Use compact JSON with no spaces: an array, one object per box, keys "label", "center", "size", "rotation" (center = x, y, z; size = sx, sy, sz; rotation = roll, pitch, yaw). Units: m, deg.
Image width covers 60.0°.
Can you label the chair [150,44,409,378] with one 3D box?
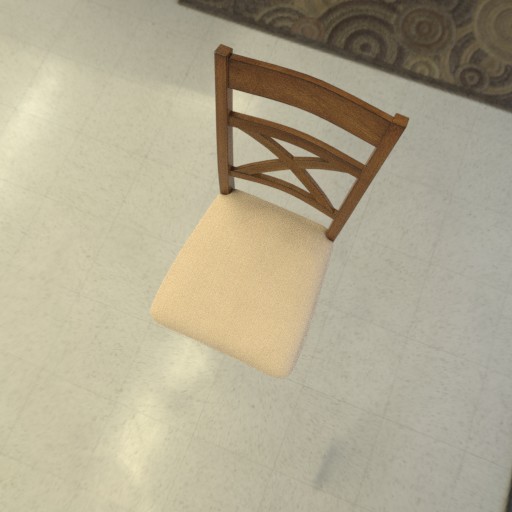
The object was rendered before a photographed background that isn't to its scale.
[{"label":"chair","center":[0.000,0.000,1.280],"size":[0.461,0.949,0.581],"rotation":[24,78,5]}]
